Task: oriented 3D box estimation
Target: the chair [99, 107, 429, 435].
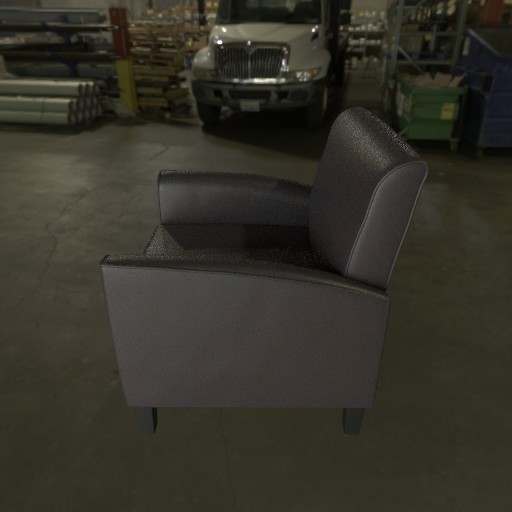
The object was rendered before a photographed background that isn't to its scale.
[{"bbox_3d":[0.000,0.000,1.557,0.819,0.916,0.820,0,28,0],"label":"chair"}]
